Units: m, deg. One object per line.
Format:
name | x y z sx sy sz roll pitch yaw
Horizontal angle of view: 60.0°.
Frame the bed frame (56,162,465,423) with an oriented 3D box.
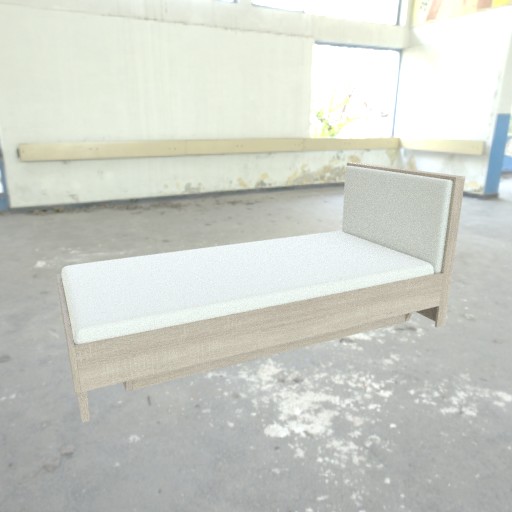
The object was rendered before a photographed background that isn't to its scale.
bed frame | 0.000 0.000 2.607 2.140 0.920 0.990 -8 19 -25
